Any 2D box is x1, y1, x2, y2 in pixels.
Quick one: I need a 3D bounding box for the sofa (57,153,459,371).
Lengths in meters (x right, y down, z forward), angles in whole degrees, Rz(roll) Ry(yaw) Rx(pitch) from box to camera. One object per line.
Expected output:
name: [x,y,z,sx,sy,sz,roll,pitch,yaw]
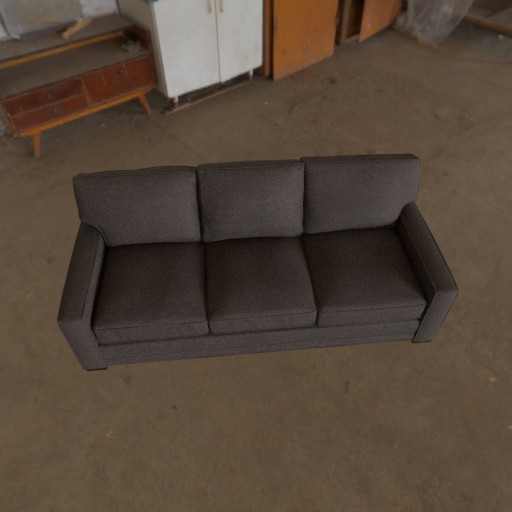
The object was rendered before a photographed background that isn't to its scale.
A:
sofa: [0.000,0.000,2.968,2.369,0.978,1.004,-4,48,-4]
